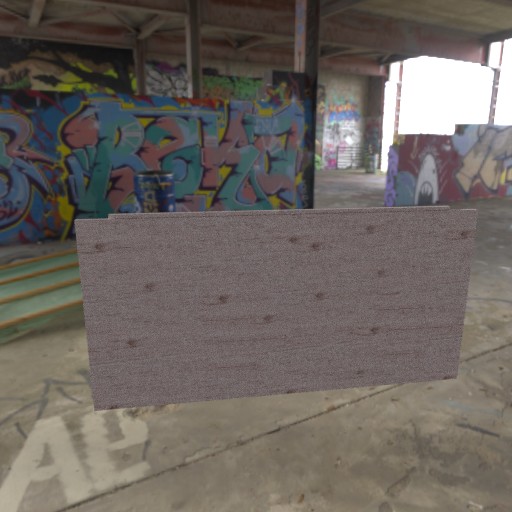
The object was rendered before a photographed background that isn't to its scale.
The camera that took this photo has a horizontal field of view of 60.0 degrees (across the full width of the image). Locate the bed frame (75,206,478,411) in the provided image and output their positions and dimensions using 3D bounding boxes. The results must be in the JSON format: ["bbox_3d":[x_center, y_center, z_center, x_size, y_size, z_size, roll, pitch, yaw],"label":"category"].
[{"bbox_3d":[0.000,0.000,3.210,1.950,0.970,2.080,-2,15,-9],"label":"bed frame"}]
